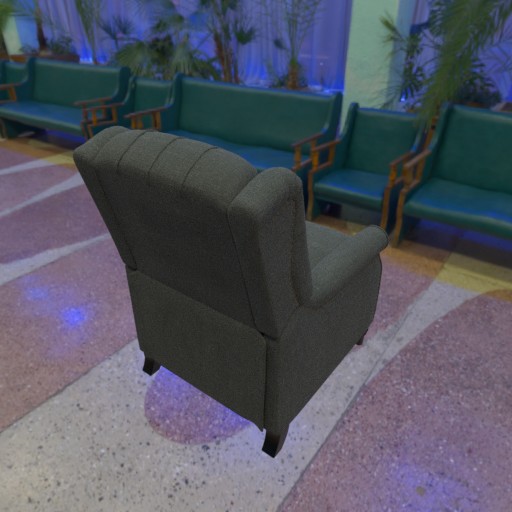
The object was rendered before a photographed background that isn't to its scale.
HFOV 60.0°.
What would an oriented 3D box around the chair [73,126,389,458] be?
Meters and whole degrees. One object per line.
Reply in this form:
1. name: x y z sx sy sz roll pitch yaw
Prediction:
1. chair: 0.000 0.000 1.627 0.742 1.035 0.898 21 37 31
